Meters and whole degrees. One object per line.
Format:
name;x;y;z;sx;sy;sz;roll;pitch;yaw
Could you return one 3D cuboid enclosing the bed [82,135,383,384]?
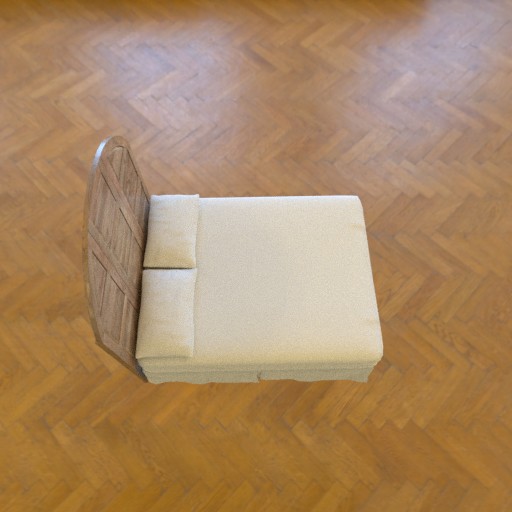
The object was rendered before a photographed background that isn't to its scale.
bed;0.000;0.000;3.597;2.112;2.002;1.713;-1;64;-1
